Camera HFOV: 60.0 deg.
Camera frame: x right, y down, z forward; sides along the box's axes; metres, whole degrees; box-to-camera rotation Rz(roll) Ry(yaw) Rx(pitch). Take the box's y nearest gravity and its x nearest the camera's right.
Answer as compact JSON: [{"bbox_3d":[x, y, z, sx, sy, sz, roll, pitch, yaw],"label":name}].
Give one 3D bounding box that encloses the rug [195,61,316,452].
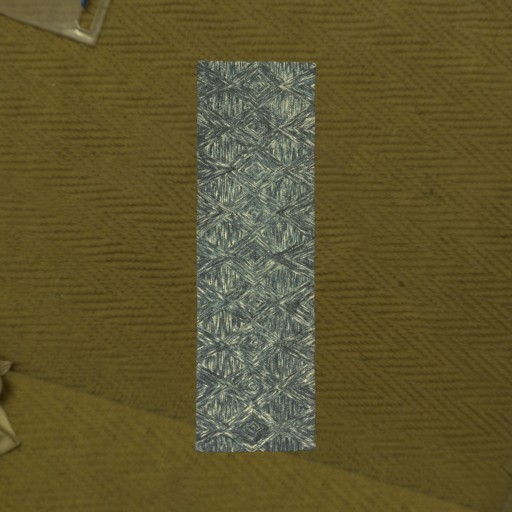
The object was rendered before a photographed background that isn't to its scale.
[{"bbox_3d":[0.000,0.000,2.618,0.719,0.013,2.306,0,90,-2],"label":"rug"}]
